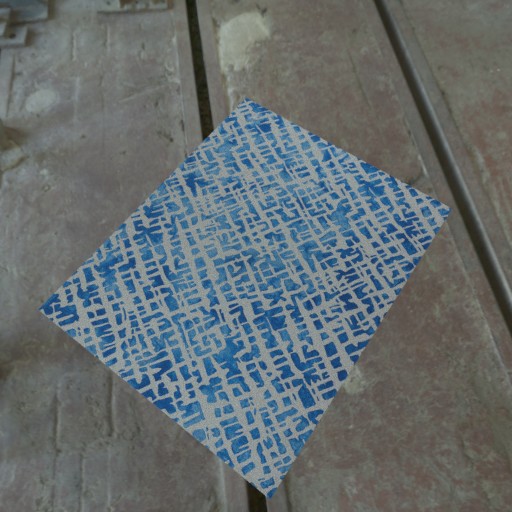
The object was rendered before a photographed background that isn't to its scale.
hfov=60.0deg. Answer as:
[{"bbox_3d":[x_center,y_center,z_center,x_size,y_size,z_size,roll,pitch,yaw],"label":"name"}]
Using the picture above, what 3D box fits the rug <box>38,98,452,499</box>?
[{"bbox_3d":[0.000,0.000,4.003,2.435,0.007,3.007,33,69,15],"label":"rug"}]
